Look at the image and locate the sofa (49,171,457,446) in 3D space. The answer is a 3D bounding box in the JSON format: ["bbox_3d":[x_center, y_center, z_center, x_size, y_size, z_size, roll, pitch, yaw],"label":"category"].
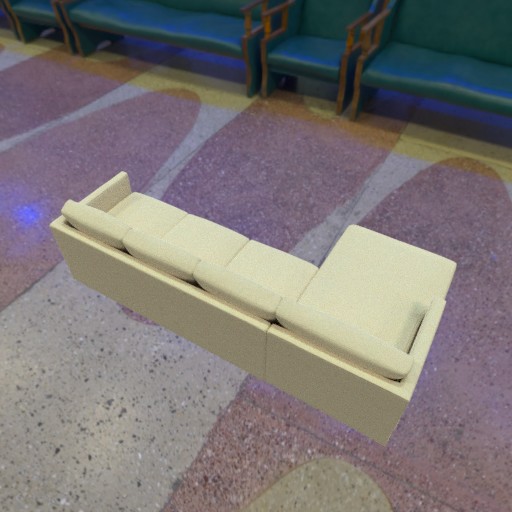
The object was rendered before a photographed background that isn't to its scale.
[{"bbox_3d":[0.000,0.000,3.940,3.205,0.922,1.650,23,51,21],"label":"sofa"}]
